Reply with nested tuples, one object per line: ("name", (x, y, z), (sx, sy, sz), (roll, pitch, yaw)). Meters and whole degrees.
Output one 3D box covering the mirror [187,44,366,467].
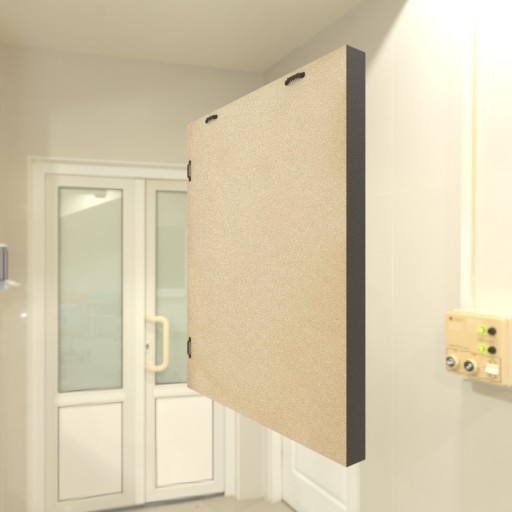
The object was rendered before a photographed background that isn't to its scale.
("mirror", (0.000, 0.000, 0.703), (0.041, 0.508, 0.405), (0, 0, -37))
